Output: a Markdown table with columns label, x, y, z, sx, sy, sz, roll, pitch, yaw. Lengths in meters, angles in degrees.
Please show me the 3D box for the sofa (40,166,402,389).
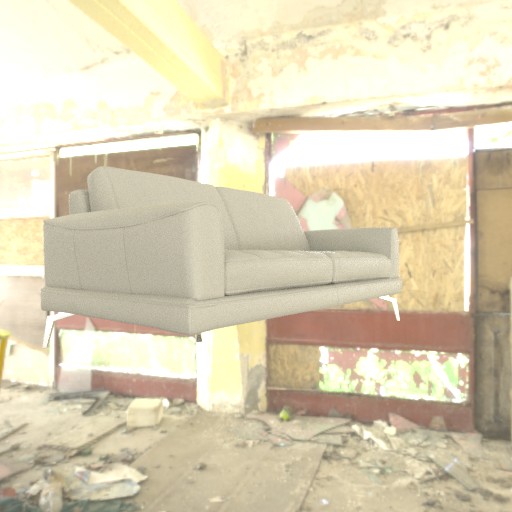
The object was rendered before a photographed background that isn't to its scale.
| label | x | y | z | sx | sy | sz | roll | pitch | yaw |
| --- | --- | --- | --- | --- | --- | --- | --- | --- | --- |
| sofa | 0.000 | 0.000 | 2.714 | 1.121 | 0.930 | 2.177 | 0 | 0 | 38 |
